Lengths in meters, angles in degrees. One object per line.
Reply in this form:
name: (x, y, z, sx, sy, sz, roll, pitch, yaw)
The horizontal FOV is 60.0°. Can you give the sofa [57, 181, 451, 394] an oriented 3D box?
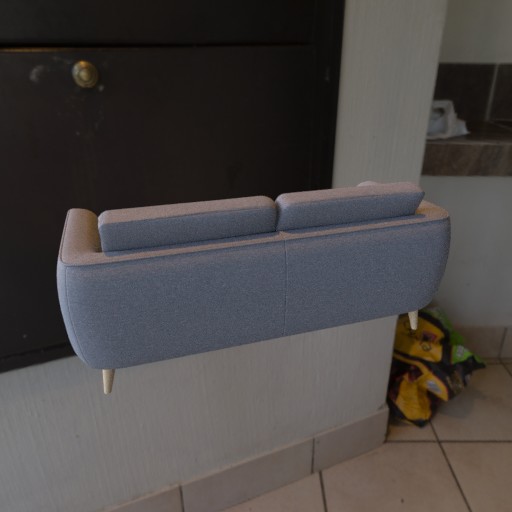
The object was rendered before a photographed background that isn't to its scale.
sofa: (0.000, 0.000, 2.534, 2.000, 0.870, 0.920, -8, 26, -16)
